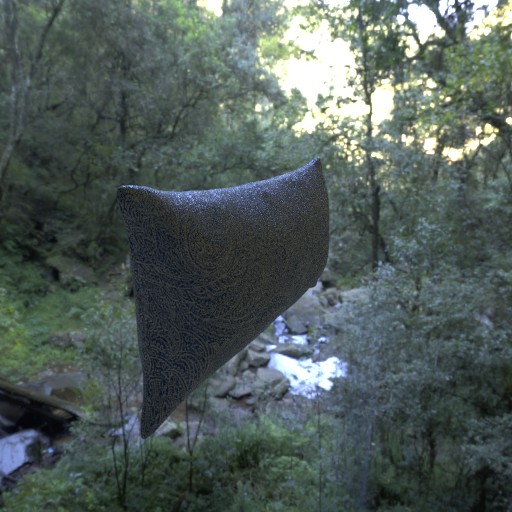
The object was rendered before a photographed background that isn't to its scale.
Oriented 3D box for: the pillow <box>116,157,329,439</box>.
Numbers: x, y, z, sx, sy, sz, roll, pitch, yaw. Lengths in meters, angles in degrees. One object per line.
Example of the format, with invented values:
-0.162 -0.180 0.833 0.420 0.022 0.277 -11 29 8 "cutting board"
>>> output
0.000 0.000 0.738 0.151 0.295 0.615 8 17 25 "pillow"
